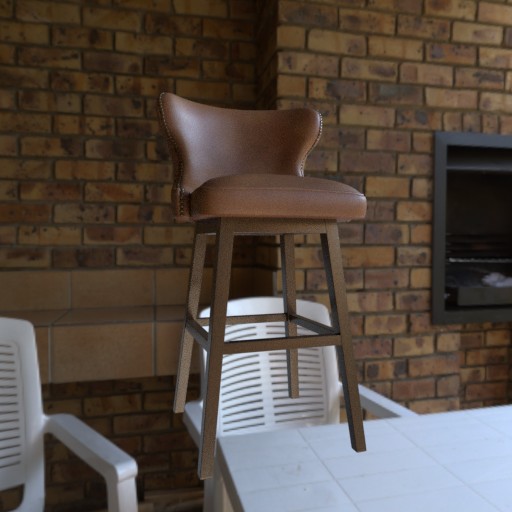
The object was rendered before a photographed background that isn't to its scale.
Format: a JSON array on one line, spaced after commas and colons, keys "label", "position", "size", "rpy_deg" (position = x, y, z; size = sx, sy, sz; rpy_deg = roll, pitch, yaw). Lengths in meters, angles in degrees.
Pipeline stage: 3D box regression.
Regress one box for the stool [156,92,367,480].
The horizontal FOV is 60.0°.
[{"label": "stool", "position": [0.000, 0.000, 1.412], "size": [0.591, 1.087, 0.606], "rpy_deg": [-1, 2, -19]}]
